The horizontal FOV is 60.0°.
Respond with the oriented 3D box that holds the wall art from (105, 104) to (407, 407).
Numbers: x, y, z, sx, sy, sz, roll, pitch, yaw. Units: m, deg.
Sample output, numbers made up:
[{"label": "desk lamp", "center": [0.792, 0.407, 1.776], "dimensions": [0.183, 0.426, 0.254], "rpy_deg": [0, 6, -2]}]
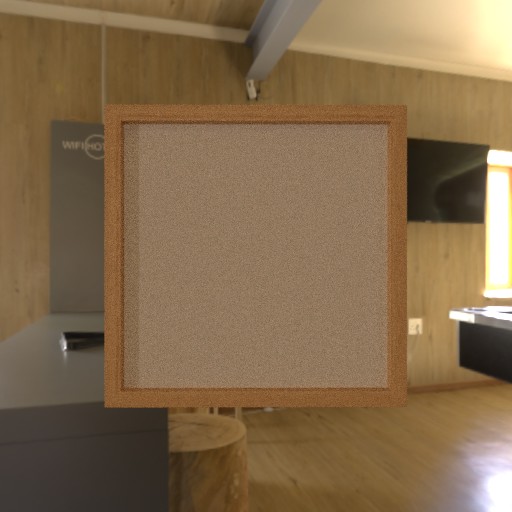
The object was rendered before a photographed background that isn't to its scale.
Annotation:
[{"label": "wall art", "center": [0.000, 0.000, 0.458], "dimensions": [0.303, 0.303, 0.028], "rpy_deg": [0, 0, 0]}]
